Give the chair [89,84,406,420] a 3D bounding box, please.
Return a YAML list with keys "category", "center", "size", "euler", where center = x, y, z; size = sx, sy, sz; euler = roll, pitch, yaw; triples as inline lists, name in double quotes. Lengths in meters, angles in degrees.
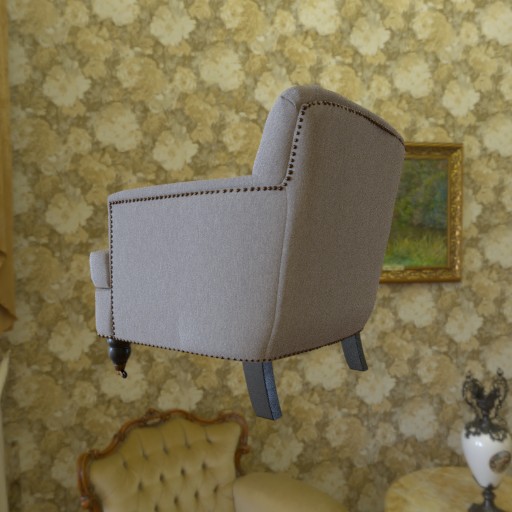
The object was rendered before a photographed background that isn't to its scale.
- category: "chair"
  center: [0.000, 0.000, 1.522]
  size: [0.902, 0.823, 0.737]
  euler: [0, 0, 36]
